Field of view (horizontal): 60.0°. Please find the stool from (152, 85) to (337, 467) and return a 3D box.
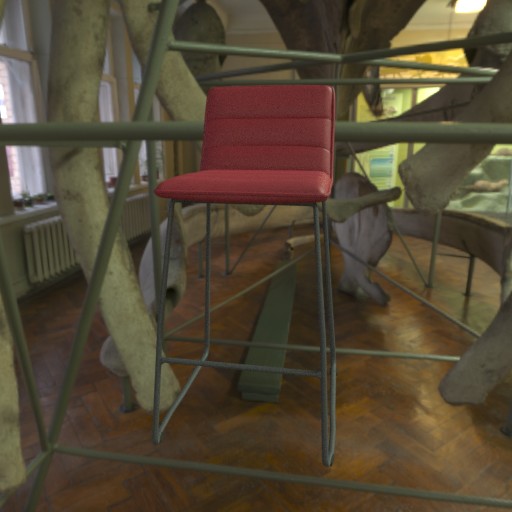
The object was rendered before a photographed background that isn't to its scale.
[{"bbox_3d":[0.000,0.000,1.236,0.489,0.937,0.524,3,16,10],"label":"stool"}]
